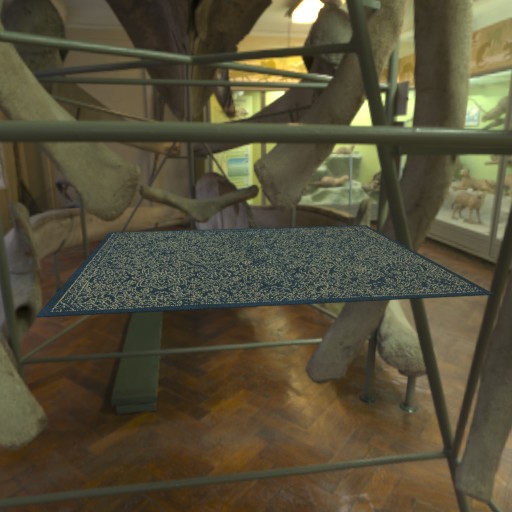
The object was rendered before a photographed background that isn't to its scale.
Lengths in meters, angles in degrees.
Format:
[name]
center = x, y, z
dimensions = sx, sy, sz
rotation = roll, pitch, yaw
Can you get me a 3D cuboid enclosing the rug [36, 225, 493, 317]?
[rug]
center = 0.000, 0.000, 4.072
dimensions = 3.048, 0.010, 2.438
rotation = -2, 16, -7
